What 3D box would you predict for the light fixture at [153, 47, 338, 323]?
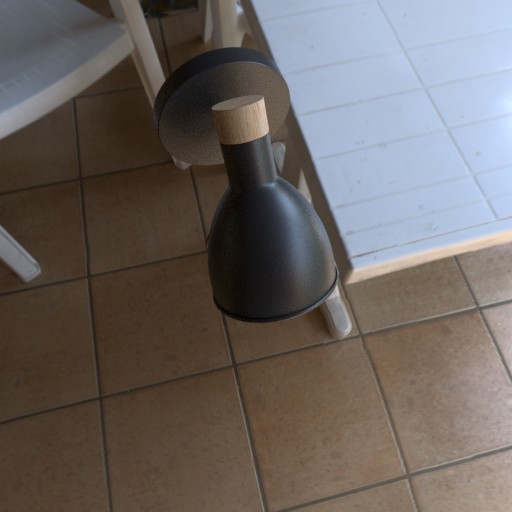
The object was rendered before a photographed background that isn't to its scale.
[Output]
[{"bbox_3d":[0.000,0.000,0.494,0.127,0.401,0.203,-18,66,-8],"label":"light fixture"}]
